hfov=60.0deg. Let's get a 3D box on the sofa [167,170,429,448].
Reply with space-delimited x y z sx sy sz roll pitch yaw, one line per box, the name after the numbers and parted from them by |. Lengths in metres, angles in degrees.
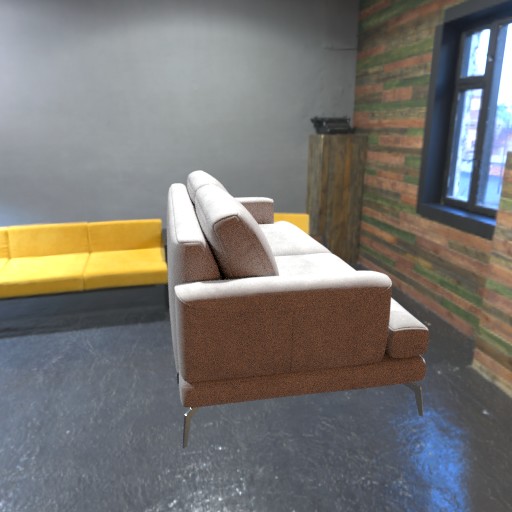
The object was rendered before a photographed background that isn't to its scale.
0.000 0.000 2.504 0.980 0.830 2.013 -3 16 -11 | sofa
